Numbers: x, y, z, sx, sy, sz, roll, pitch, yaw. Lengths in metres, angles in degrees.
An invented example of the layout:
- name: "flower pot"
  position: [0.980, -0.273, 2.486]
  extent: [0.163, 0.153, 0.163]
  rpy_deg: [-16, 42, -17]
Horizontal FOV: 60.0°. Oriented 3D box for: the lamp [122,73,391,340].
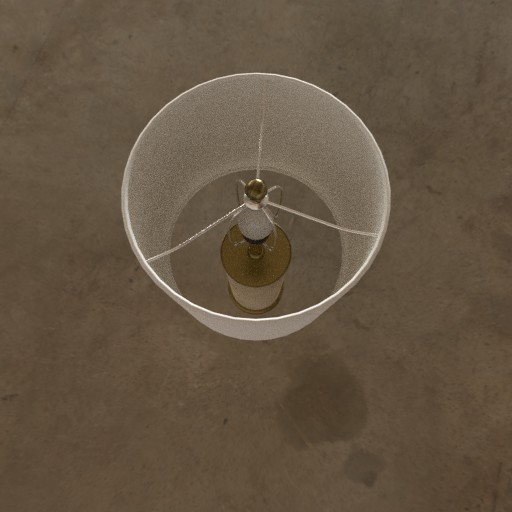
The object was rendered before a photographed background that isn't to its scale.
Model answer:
- name: "lamp"
  position: [0.000, 0.000, 0.797]
  extent: [0.305, 0.634, 0.305]
  rpy_deg: [-35, 78, -8]
